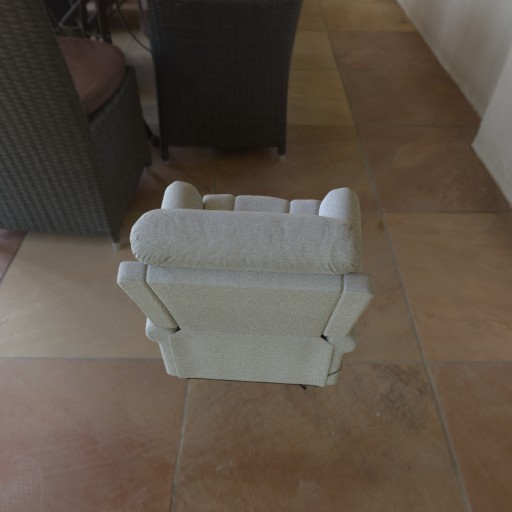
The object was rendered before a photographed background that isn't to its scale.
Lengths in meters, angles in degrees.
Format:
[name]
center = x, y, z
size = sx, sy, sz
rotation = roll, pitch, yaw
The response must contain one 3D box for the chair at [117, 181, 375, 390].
[chair]
center = 0.000, 0.000, 1.748
size = 0.871, 1.031, 0.979
rotation = 3, 45, 3
